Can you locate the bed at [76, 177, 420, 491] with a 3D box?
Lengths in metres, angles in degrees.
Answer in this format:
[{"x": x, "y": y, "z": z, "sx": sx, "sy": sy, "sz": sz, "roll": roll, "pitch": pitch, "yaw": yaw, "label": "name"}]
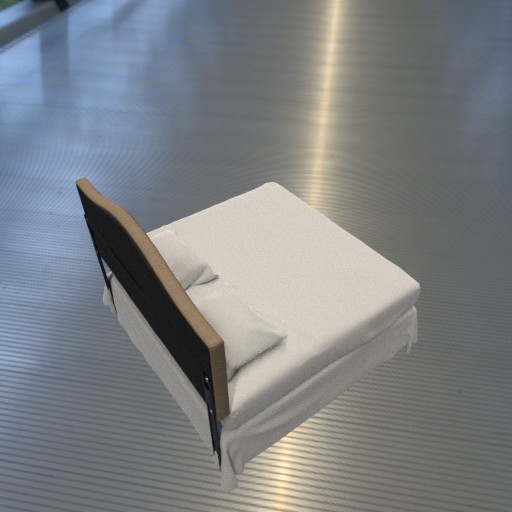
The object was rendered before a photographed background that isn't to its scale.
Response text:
[{"x": 0.000, "y": 0.000, "z": 3.720, "sx": 2.222, "sy": 1.651, "sz": 2.311, "roll": -26, "pitch": 48, "yaw": -26, "label": "bed"}]
